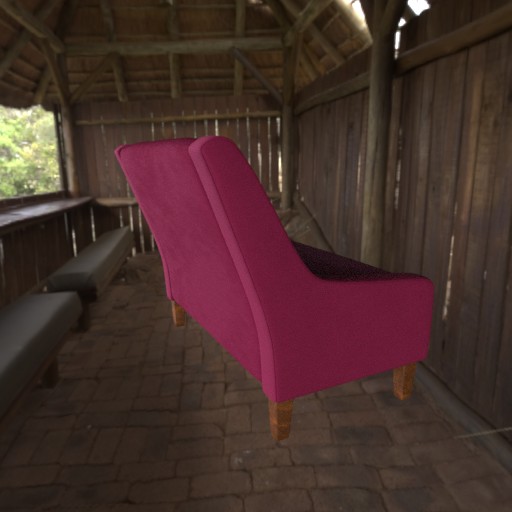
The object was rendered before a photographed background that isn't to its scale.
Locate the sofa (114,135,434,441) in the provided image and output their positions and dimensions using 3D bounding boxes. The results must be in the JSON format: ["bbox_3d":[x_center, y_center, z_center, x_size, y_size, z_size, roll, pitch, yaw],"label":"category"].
[{"bbox_3d":[0.000,0.000,1.953,0.946,0.976,1.242,-6,14,-26],"label":"sofa"}]
